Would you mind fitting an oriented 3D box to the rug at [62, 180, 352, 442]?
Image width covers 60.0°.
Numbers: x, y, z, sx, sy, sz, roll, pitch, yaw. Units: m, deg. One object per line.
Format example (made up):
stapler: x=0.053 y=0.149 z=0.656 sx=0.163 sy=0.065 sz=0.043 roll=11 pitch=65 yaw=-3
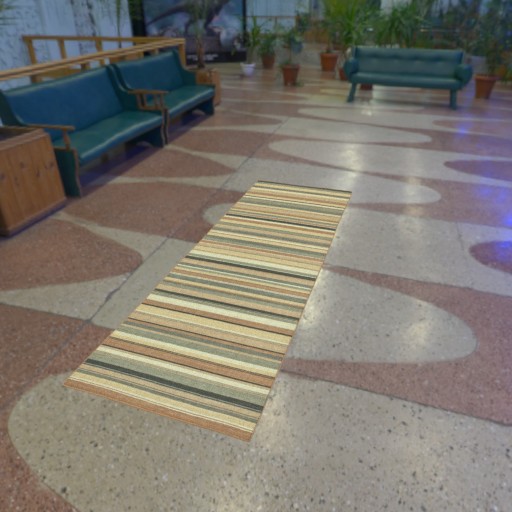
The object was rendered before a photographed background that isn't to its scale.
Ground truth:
rug: x=0.000 y=0.000 z=2.643 sx=0.799 sy=0.010 sz=2.444 roll=10 pitch=31 yaw=16
